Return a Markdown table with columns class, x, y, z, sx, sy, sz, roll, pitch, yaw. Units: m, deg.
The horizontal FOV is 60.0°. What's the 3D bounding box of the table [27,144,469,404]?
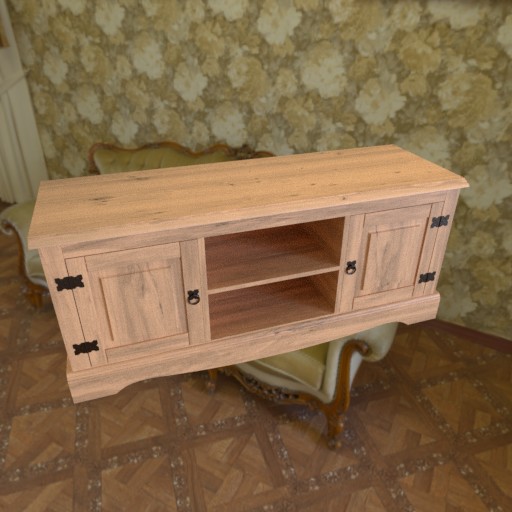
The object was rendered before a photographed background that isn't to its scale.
| class | x | y | z | sx | sy | sz | roll | pitch | yaw |
| --- | --- | --- | --- | --- | --- | --- | --- | --- | --- |
| table | 0.000 | 0.000 | 1.432 | 1.200 | 0.510 | 0.400 | -10 | 32 | -16 |
